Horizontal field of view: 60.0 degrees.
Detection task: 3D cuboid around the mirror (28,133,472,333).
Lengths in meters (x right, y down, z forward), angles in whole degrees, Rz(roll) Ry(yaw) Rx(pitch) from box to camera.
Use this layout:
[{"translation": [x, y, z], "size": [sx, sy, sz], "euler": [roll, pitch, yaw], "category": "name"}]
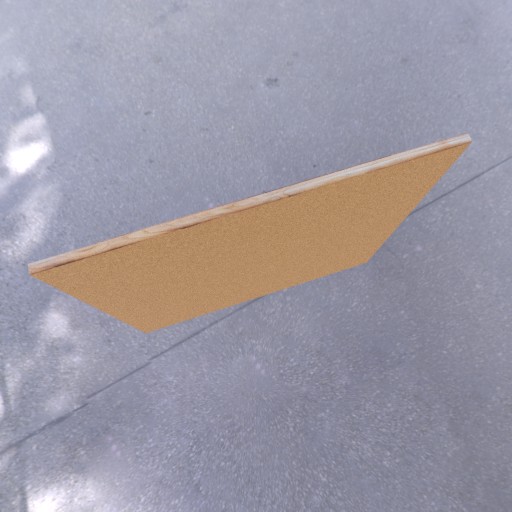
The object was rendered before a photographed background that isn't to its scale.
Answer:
[{"translation": [0.000, 0.000, 1.160], "size": [0.804, 0.804, 0.061], "euler": [-17, 74, -5], "category": "mirror"}]
